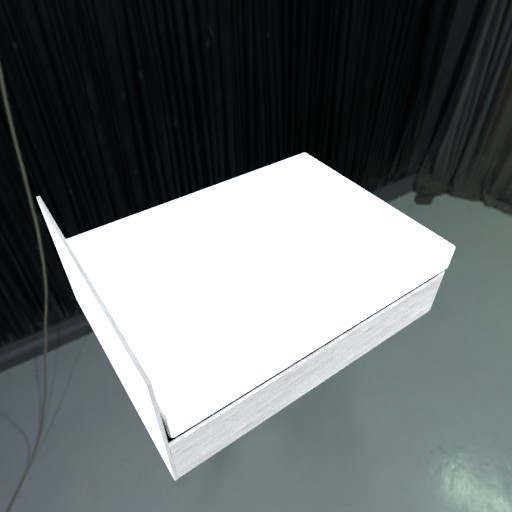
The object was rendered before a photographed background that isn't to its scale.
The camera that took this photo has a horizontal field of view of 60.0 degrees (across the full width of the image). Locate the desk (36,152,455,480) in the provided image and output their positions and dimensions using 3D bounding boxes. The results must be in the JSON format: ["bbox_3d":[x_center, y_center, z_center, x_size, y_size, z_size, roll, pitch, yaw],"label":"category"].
[{"bbox_3d":[0.000,0.000,2.624,1.900,0.800,1.400,-25,47,-25],"label":"desk"}]
